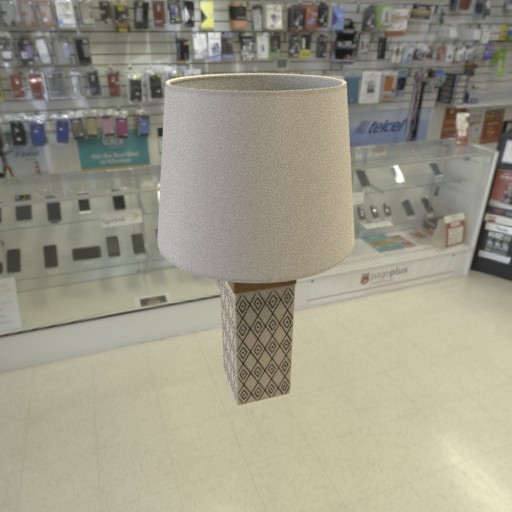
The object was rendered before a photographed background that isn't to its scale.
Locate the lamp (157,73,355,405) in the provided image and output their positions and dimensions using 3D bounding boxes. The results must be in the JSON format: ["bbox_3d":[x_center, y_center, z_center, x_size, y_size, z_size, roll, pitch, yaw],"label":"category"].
[{"bbox_3d":[0.000,0.000,0.590,0.251,0.435,0.251,0,27,0],"label":"lamp"}]
